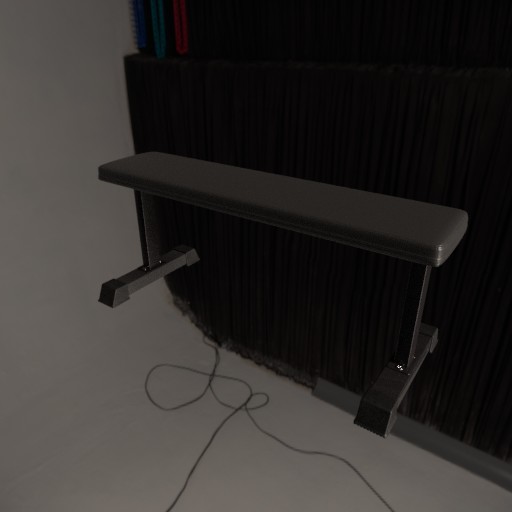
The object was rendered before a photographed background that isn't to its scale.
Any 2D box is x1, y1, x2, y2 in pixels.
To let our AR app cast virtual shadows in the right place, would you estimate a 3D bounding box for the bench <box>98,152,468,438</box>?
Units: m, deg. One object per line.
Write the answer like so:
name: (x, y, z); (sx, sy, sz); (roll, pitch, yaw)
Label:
bench: (0.000, 0.000, 1.317); (1.072, 0.453, 0.439); (17, 31, 31)
